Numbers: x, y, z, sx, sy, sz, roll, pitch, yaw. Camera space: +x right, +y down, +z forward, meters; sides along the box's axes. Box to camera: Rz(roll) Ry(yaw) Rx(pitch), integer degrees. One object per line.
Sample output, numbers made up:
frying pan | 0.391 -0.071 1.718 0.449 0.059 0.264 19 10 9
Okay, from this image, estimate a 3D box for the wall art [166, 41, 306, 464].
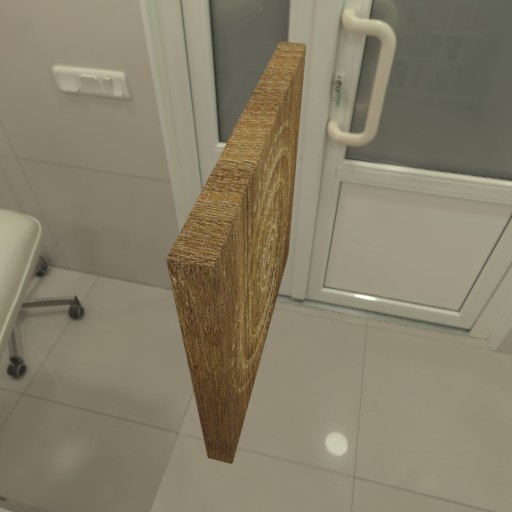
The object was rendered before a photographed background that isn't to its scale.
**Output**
wall art | 0.000 0.000 0.596 0.039 0.403 0.406 10 47 9
